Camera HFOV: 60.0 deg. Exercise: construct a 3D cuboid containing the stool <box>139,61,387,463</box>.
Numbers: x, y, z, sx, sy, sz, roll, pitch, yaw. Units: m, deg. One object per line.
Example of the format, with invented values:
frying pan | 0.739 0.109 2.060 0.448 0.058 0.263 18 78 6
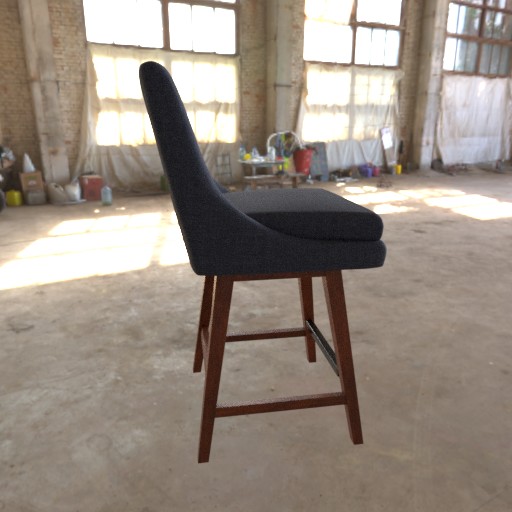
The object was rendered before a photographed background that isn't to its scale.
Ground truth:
stool | 0.000 0.000 1.164 0.524 0.895 0.467 -3 17 -9
